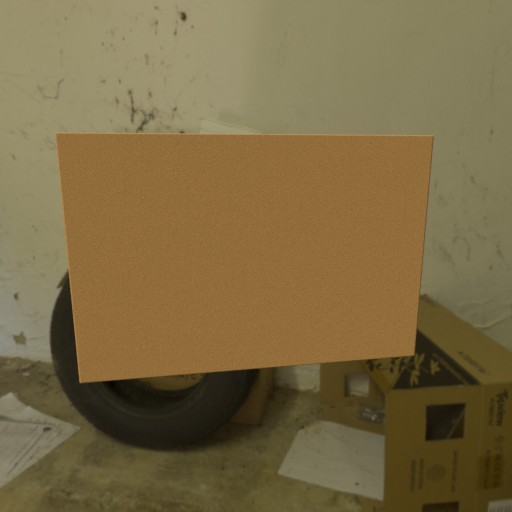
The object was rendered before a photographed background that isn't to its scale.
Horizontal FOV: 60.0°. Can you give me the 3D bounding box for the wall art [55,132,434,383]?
[{"bbox_3d":[0.000,0.000,0.771,0.609,0.407,0.039,-2,13,-10],"label":"wall art"}]
